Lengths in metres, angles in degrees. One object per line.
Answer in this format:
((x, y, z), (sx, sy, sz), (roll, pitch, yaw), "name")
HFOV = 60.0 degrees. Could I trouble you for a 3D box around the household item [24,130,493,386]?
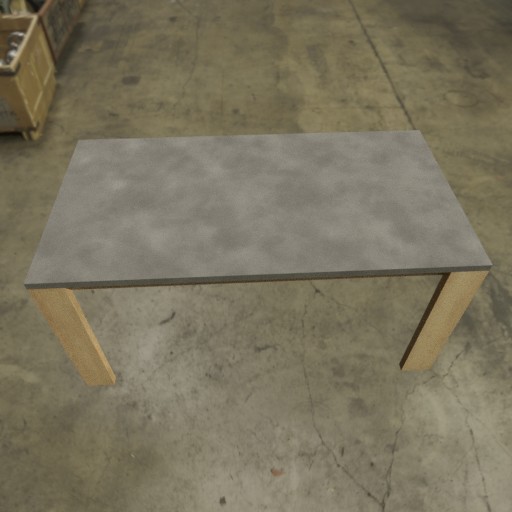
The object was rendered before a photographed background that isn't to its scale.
((0.000, 0.000, 2.073), (1.600, 0.755, 0.850), (-2, 48, -2), "household item")
